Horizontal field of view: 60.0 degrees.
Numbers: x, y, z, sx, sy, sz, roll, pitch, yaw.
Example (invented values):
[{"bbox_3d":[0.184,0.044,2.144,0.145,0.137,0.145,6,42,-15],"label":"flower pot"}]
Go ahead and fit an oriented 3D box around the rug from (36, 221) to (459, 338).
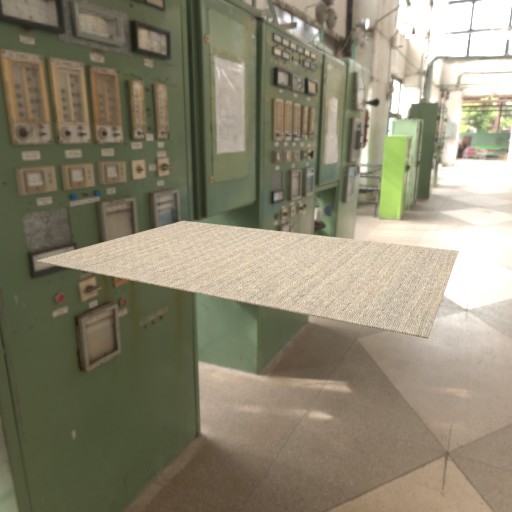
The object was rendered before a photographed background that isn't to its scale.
[{"bbox_3d":[0.000,0.000,2.188,1.752,0.006,1.142,8,17,27],"label":"rug"}]
